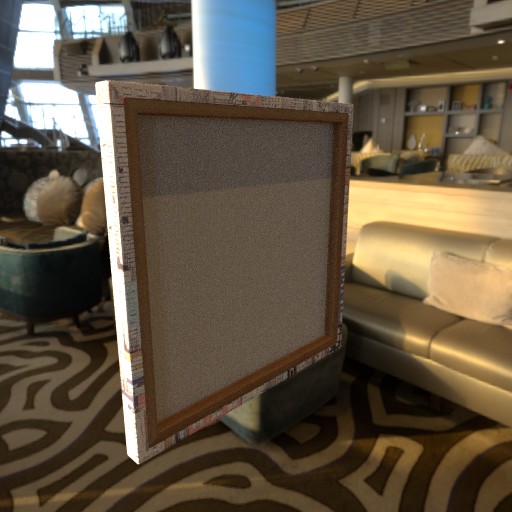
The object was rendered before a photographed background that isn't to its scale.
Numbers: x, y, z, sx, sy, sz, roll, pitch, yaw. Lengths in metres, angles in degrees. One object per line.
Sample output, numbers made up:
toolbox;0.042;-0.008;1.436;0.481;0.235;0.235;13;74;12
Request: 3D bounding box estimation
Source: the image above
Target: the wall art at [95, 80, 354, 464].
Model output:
wall art;0.000;0.000;0.891;0.038;0.608;0.607;14;20;42
